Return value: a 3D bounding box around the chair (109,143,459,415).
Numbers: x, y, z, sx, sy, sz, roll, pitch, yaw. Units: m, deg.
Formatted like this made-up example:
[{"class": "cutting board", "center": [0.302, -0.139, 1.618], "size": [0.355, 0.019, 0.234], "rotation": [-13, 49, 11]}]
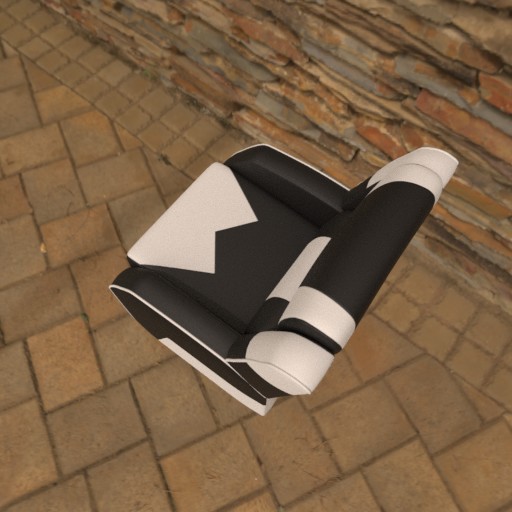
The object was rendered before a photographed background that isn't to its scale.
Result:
[{"class": "chair", "center": [0.000, 0.000, 1.262], "size": [0.672, 0.805, 0.620], "rotation": [33, 68, 15]}]
